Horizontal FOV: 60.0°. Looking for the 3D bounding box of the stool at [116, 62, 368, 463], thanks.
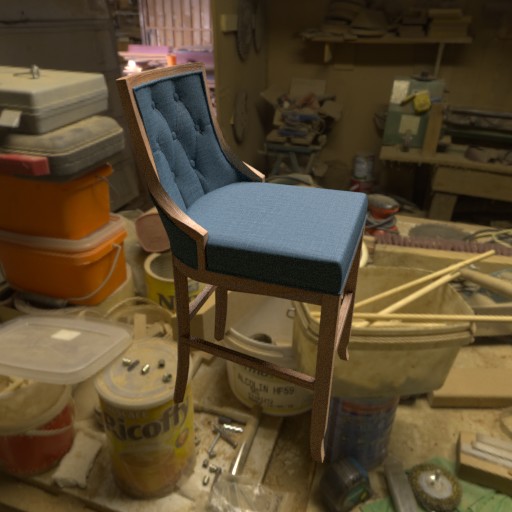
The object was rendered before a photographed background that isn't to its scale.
[{"bbox_3d":[0.000,0.000,1.430,0.626,1.101,0.524,10,30,17],"label":"stool"}]
